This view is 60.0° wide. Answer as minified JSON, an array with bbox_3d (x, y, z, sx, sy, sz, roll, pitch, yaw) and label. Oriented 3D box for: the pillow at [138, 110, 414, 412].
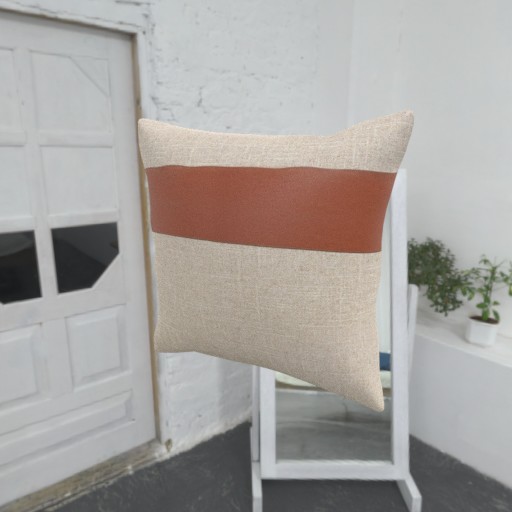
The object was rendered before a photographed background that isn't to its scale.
[{"bbox_3d":[0.000,0.000,0.654,0.414,0.399,0.173,7,16,27],"label":"pillow"}]
